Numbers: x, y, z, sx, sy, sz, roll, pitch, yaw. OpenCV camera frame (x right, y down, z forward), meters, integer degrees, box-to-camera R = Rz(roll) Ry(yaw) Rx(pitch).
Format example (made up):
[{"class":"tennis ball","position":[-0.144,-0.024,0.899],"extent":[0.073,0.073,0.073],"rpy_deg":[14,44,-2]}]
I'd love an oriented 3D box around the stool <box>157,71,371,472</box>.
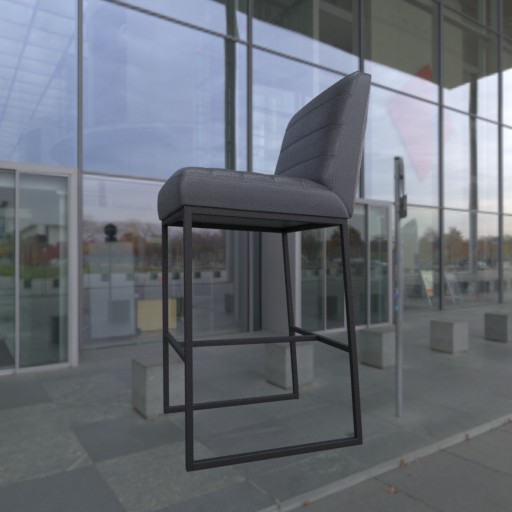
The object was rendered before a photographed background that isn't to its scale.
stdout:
[{"class":"stool","position":[0.000,0.000,1.353],"extent":[0.552,1.040,0.457],"rpy_deg":[0,0,-19]}]
